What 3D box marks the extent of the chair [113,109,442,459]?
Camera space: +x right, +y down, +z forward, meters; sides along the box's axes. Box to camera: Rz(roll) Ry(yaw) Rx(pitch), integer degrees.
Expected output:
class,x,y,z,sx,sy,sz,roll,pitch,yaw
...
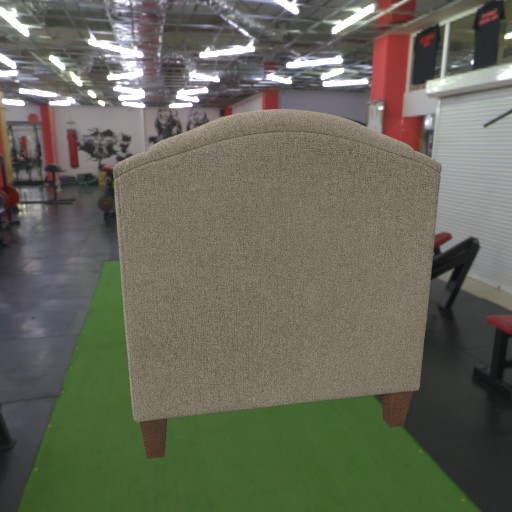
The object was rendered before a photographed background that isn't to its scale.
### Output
class,x,y,z,sx,sy,sz,roll,pitch,yaw
chair,0.000,0.000,1.412,0.763,0.839,0.787,-3,14,-11
